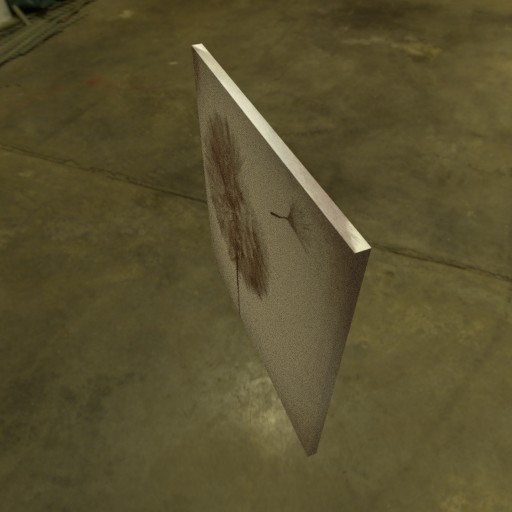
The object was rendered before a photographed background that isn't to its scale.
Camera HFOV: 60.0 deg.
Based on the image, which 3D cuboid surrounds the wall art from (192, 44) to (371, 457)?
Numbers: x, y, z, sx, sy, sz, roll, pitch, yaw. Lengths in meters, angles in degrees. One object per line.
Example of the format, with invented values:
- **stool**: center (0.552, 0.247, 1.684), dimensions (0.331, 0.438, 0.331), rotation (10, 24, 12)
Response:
- **wall art**: center (0.000, 0.000, 1.118), dimensions (0.027, 0.762, 0.762), rotation (-17, 49, -15)
